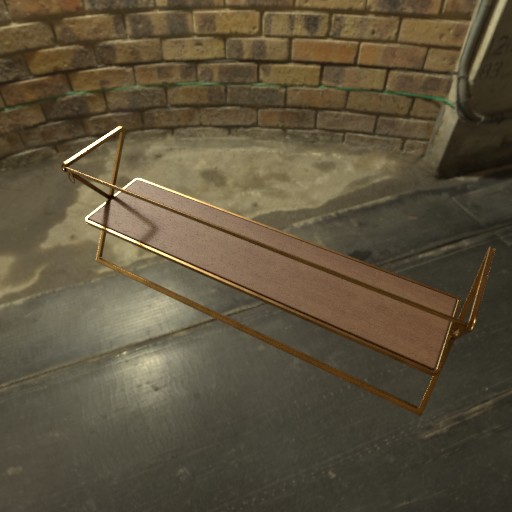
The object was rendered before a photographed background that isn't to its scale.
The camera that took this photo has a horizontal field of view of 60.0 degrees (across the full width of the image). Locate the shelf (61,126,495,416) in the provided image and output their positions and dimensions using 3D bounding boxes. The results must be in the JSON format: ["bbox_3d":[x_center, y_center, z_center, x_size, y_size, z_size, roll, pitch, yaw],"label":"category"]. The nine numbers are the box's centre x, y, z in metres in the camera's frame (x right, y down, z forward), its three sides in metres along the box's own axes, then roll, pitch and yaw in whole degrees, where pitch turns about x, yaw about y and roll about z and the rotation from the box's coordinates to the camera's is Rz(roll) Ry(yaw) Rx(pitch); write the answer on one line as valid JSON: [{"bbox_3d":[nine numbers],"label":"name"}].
[{"bbox_3d":[0.000,0.000,0.733,0.645,0.229,0.150,22,49,20],"label":"shelf"}]
